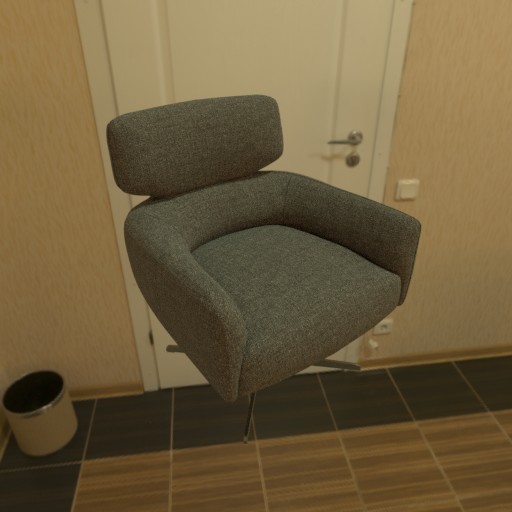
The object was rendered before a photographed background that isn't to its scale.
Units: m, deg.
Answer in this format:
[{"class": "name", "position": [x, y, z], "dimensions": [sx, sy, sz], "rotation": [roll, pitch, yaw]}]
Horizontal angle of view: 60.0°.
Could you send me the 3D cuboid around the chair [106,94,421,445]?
[{"class": "chair", "position": [0.000, 0.000, 1.342], "dimensions": [0.706, 0.812, 0.715], "rotation": [-21, 36, -31]}]
